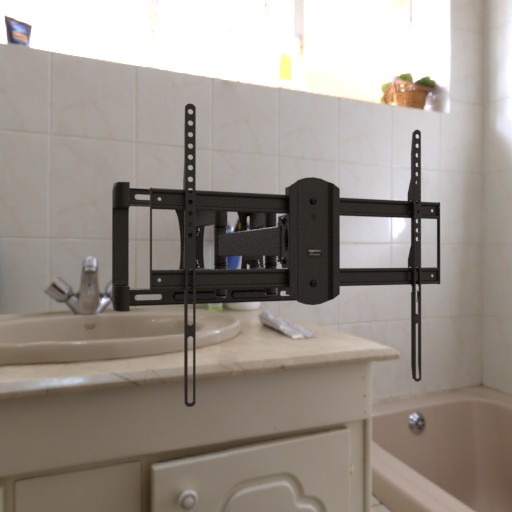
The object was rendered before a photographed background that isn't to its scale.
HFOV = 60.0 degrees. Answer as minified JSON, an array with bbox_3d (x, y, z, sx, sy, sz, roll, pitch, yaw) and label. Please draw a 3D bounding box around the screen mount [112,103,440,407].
[{"bbox_3d":[0.000,0.000,0.943,0.571,0.424,0.556,0,0,-19],"label":"screen mount"}]
